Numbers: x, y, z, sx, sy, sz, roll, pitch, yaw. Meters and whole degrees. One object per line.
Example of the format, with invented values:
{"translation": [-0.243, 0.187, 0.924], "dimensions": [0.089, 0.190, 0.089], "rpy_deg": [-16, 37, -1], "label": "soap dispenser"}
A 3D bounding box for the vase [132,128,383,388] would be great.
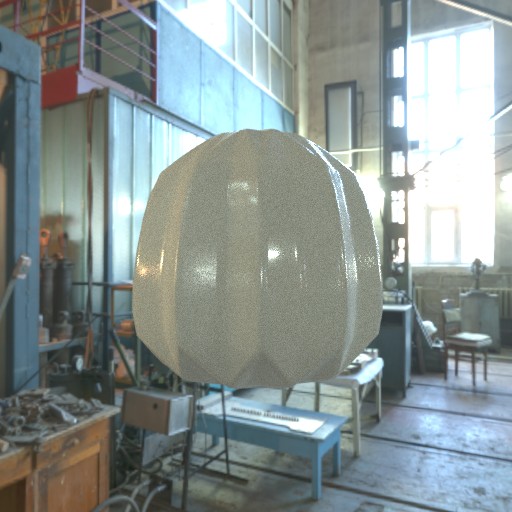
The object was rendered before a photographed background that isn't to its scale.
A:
{"translation": [0.000, 0.000, 0.257], "dimensions": [0.139, 0.134, 0.139], "rpy_deg": [0, -1, 0], "label": "vase"}
